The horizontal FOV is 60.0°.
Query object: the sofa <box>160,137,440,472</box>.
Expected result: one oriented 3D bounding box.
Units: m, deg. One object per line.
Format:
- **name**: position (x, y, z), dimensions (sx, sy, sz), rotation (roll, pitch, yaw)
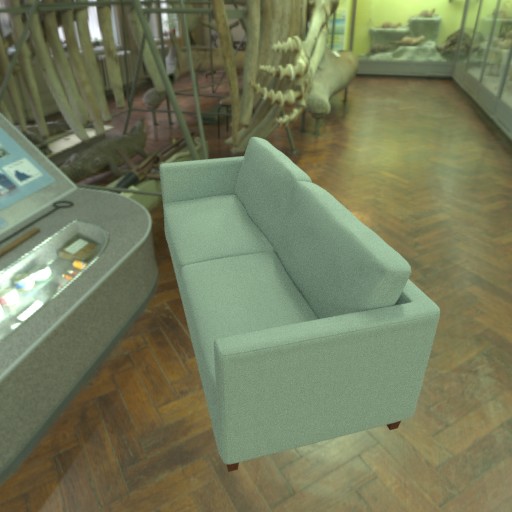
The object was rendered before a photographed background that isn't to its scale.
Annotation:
- **sofa**: position (0.000, 0.000, 2.702), dimensions (0.951, 0.965, 2.208), rotation (-8, 31, -14)
